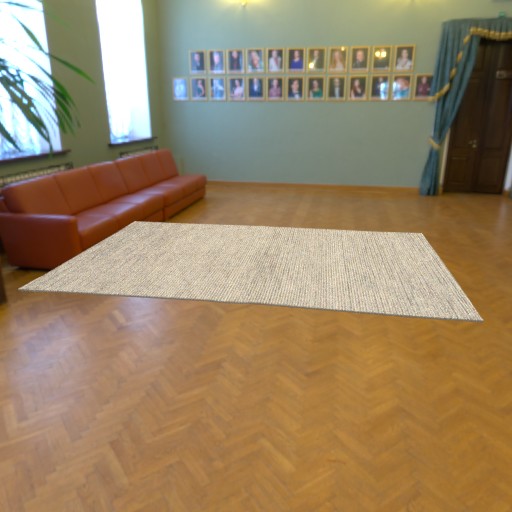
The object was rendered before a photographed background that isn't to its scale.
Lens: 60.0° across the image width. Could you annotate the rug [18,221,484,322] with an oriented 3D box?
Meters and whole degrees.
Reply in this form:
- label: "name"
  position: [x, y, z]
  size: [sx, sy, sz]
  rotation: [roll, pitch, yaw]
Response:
- label: "rug"
  position: [0.000, 0.000, 2.217]
  size: [1.804, 0.022, 1.162]
  rotation: [3, 19, 9]
